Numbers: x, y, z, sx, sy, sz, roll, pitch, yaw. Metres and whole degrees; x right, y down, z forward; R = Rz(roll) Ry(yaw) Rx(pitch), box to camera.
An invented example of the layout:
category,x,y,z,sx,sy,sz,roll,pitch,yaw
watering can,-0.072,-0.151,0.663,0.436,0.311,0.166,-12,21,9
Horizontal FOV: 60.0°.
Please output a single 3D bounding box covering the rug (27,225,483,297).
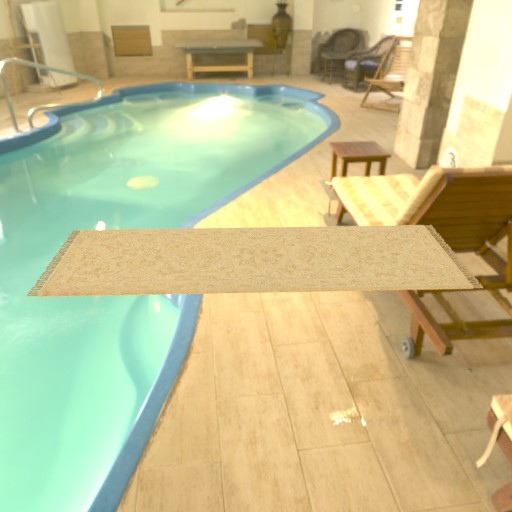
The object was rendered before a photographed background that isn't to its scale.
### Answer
category,x,y,z,sx,sy,sz,roll,pitch,yaw
rug,0.000,0.000,2.811,2.544,0.015,0.795,-1,30,-2
